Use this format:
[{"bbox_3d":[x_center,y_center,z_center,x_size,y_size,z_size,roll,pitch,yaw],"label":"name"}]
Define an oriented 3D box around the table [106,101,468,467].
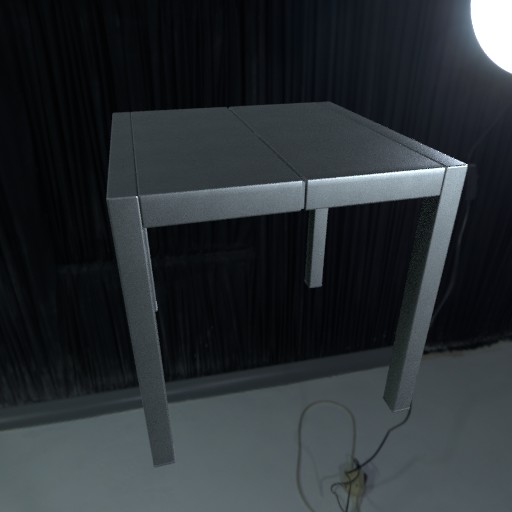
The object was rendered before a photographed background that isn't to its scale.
[{"bbox_3d":[0.000,0.000,0.926,0.508,0.508,0.508,-7,30,-13],"label":"table"}]
